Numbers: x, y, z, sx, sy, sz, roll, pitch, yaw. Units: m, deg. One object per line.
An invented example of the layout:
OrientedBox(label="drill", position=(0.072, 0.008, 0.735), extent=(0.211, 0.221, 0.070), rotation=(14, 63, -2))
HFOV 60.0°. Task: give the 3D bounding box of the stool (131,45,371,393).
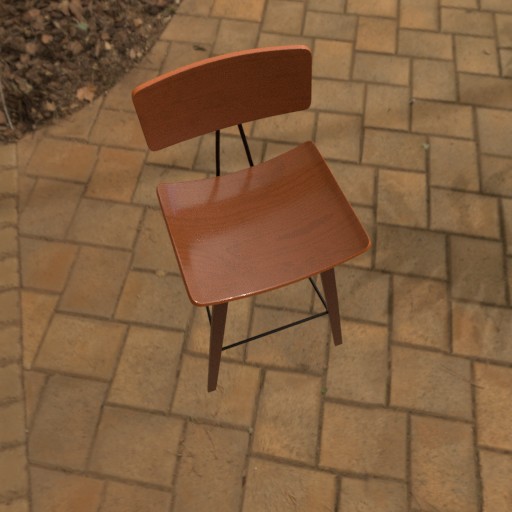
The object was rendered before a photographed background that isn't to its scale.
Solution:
OrientedBox(label="stool", position=(0.000, 0.000, 1.223), extent=(0.509, 0.969, 0.440), rotation=(-18, 66, -8))
